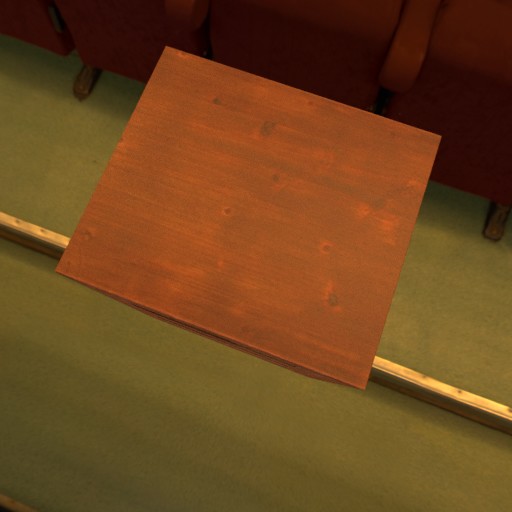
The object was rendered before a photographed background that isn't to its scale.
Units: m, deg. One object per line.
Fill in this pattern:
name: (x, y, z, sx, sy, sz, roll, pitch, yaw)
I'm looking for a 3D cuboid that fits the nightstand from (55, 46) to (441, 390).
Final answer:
nightstand: (0.000, 0.000, 0.997, 0.465, 0.695, 0.410, 20, 77, 5)
